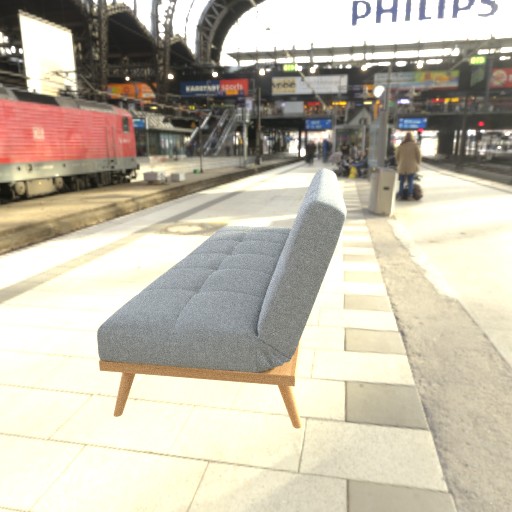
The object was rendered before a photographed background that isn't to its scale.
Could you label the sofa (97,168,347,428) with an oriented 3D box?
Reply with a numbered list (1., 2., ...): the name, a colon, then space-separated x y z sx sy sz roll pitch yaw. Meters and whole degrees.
1. sofa: 0.000 0.000 2.250 0.800 0.800 1.820 2 14 9
